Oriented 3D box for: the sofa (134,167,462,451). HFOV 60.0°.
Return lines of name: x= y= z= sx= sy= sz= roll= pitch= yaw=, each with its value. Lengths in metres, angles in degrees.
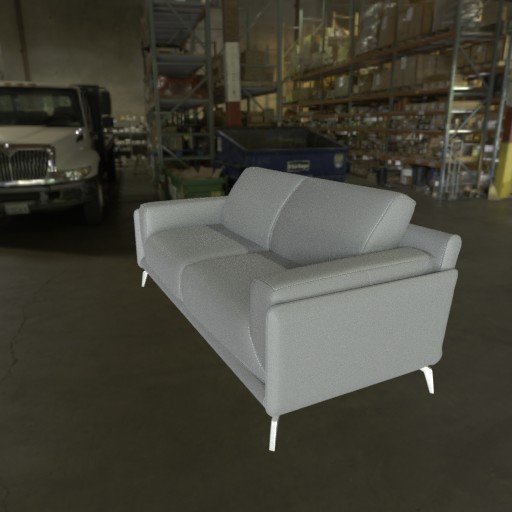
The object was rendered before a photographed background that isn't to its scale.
sofa: x=0.000 y=0.000 z=2.618 sx=0.969 sy=0.900 sz=2.100 roll=-8 pitch=19 yaw=-26
